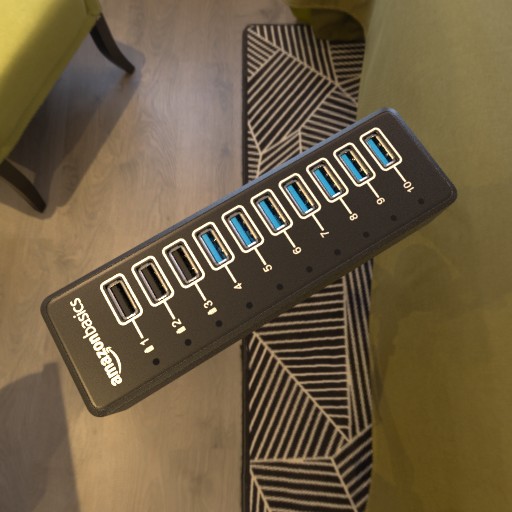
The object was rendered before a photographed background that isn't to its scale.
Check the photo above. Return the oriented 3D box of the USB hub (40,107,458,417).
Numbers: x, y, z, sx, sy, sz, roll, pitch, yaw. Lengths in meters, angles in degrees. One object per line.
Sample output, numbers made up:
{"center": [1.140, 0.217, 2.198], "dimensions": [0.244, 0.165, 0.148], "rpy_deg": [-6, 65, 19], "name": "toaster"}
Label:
{"center": [0.000, 0.000, 0.162], "dimensions": [0.145, 0.023, 0.044], "rpy_deg": [-31, 78, -8], "name": "USB hub"}
